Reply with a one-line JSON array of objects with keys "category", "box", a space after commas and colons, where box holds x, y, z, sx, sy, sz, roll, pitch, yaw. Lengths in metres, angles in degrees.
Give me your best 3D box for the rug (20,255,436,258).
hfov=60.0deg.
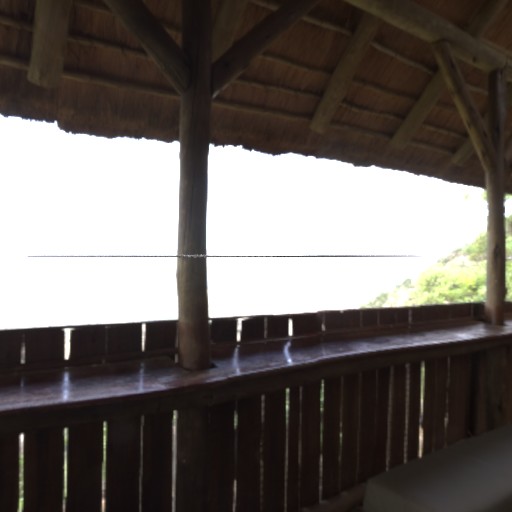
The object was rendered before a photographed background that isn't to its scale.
[{"category": "rug", "box": [0.000, 0.000, 3.795, 2.256, 0.013, 2.910, 0, 0, 36]}]
